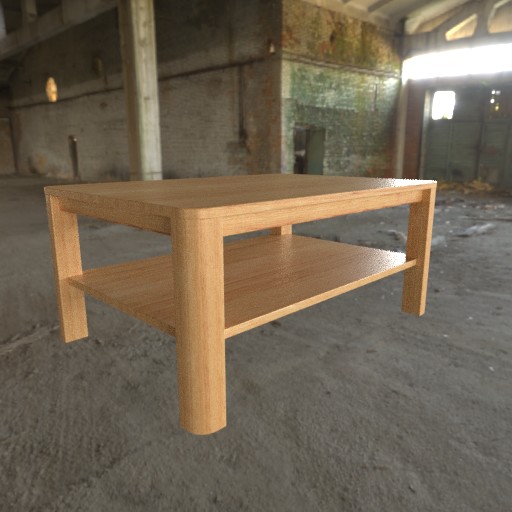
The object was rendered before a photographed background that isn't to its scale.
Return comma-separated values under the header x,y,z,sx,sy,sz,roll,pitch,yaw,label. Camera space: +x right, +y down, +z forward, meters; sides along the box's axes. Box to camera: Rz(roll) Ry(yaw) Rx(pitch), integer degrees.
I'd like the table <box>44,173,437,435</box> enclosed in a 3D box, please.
x,y,z,sx,sy,sz,roll,pitch,yaw,label
0.000,0.000,1.378,0.997,0.445,0.696,-13,19,-43,table
